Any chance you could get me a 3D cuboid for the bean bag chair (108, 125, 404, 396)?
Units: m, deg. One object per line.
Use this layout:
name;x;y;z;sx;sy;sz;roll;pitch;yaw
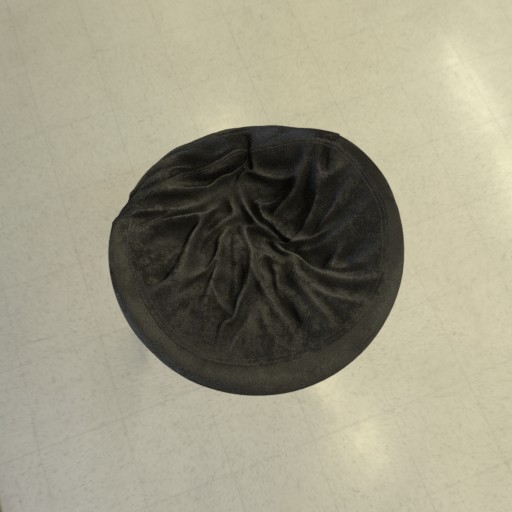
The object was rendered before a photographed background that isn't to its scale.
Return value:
bean bag chair;0.000;0.000;1.524;0.918;0.605;0.918;0;75;0
